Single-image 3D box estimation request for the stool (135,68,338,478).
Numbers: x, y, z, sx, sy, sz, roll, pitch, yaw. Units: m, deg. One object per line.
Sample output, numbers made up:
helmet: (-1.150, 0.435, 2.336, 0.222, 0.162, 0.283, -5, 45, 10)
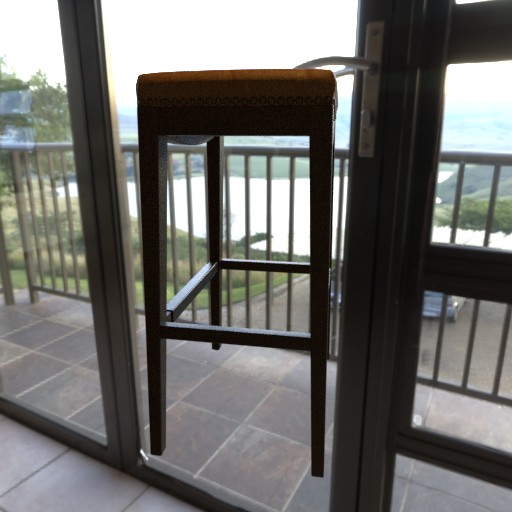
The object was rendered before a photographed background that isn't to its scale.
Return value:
stool: (0.000, 0.000, 1.035, 0.361, 0.759, 0.500, 3, 16, 10)
